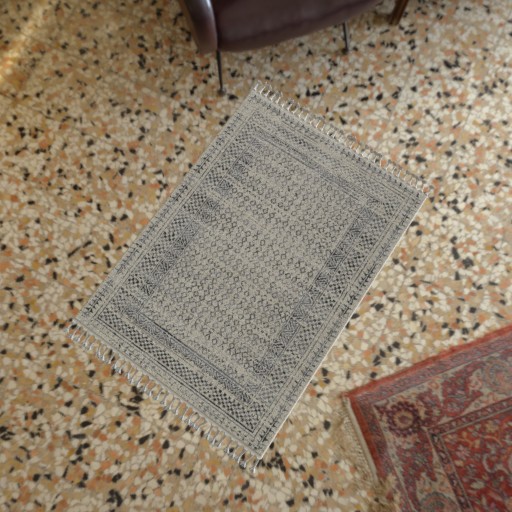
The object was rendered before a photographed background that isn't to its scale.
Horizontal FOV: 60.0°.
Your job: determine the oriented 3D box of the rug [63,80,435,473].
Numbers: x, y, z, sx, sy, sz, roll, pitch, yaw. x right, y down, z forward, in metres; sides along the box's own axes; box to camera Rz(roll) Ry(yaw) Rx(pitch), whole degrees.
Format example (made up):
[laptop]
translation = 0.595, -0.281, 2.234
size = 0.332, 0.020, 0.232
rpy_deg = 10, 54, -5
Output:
[rug]
translation = 0.000, 0.000, 2.447
size = 1.243, 0.013, 1.872
rpy_deg = 34, 79, 8
